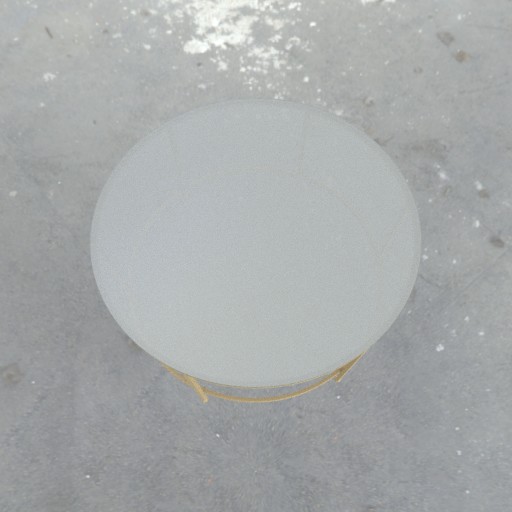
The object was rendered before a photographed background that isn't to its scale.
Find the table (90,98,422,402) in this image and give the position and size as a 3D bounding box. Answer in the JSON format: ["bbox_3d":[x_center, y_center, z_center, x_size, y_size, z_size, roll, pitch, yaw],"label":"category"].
[{"bbox_3d":[0.000,0.000,1.446,0.914,0.470,0.914,0,64,0],"label":"table"}]
